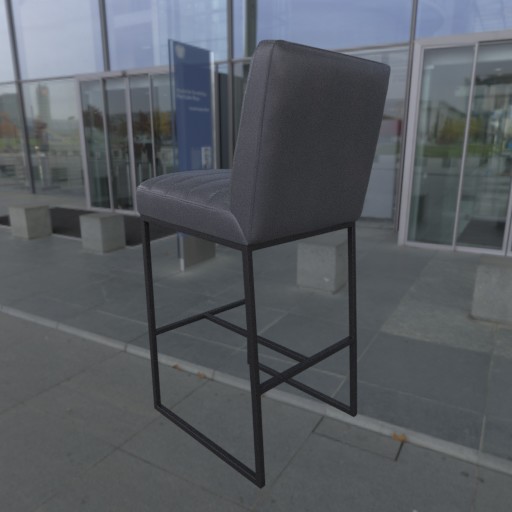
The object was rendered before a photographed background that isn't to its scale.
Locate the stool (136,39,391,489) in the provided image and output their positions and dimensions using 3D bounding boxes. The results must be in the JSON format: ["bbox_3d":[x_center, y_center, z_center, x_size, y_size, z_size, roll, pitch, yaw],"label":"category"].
[{"bbox_3d":[0.000,0.000,1.289,0.457,1.040,0.552,-14,21,-43],"label":"stool"}]
